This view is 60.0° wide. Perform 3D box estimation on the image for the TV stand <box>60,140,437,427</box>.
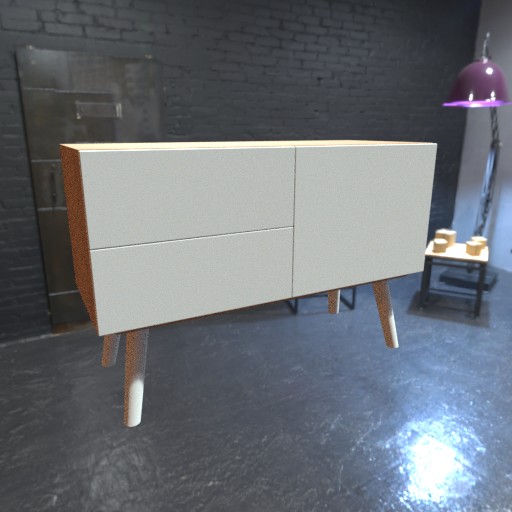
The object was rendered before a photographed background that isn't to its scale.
[{"bbox_3d":[0.000,0.000,1.342,0.991,0.660,0.407,-8,18,-27],"label":"TV stand"}]
